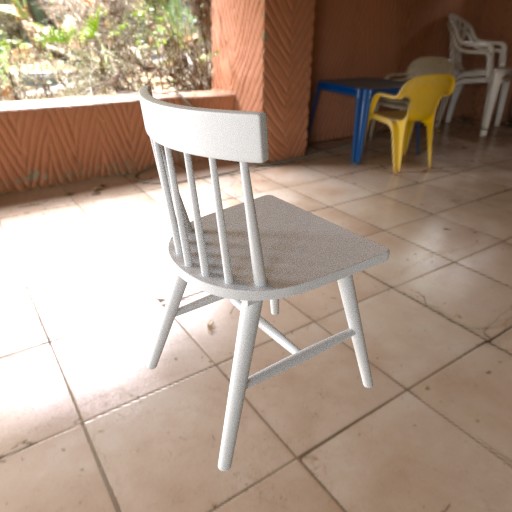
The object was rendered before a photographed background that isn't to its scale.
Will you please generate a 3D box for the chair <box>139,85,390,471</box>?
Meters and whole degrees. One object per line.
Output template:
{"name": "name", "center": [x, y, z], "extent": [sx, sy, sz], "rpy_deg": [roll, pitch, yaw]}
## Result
{"name": "chair", "center": [0.000, 0.000, 1.120], "extent": [0.500, 0.787, 0.483], "rpy_deg": [-18, 32, -31]}
